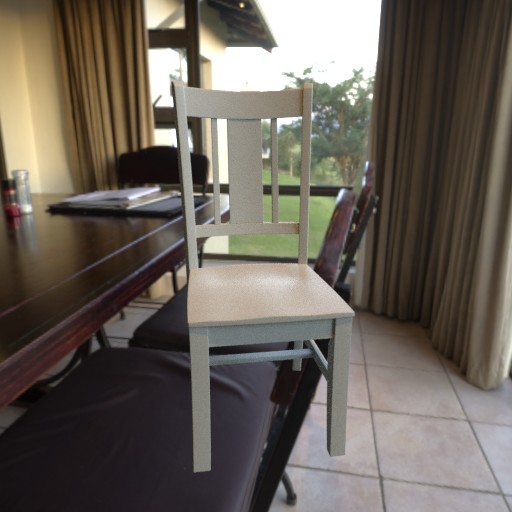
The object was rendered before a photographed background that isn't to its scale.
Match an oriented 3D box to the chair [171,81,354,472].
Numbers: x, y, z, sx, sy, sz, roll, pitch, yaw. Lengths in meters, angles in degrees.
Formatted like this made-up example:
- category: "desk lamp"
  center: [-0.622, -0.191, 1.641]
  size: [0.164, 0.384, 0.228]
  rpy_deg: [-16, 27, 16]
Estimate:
- category: "chair"
  center: [0.000, 0.000, 1.296]
  size: [0.450, 0.998, 0.555]
  rpy_deg: [-2, 16, -9]
